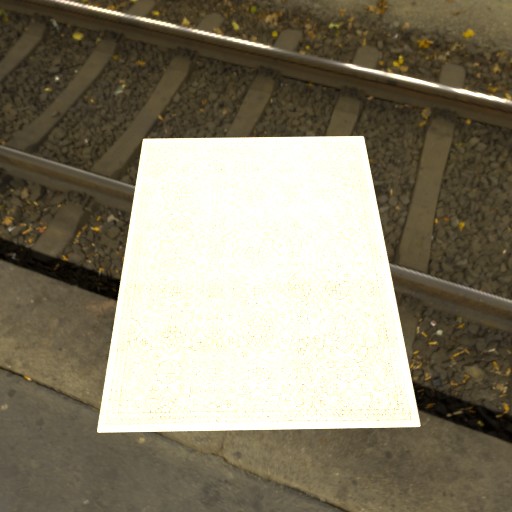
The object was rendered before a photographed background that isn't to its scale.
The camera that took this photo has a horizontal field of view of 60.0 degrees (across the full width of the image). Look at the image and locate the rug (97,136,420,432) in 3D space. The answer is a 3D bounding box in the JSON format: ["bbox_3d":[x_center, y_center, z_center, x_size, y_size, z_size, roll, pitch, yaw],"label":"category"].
[{"bbox_3d":[0.000,0.000,4.126,2.441,0.015,3.050,-1,59,0],"label":"rug"}]
